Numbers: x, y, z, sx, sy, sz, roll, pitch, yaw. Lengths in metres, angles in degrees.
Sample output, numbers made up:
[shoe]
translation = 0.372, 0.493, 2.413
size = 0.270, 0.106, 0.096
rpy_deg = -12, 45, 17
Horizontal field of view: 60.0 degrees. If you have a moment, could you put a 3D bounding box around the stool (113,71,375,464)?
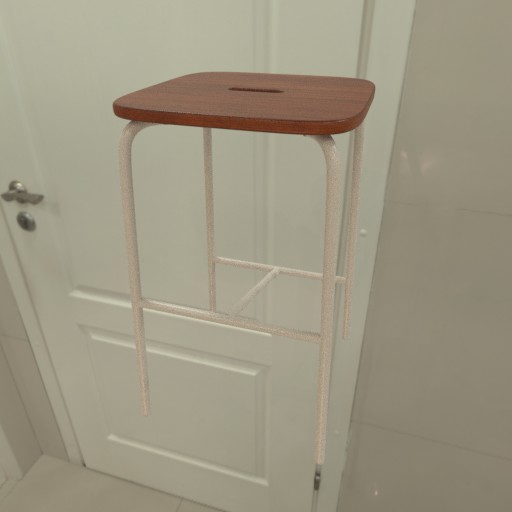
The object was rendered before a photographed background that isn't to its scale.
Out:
[stool]
translation = 0.000, 0.000, 0.857
size = 0.376, 0.610, 0.376
rpy_deg = 9, 31, 15
